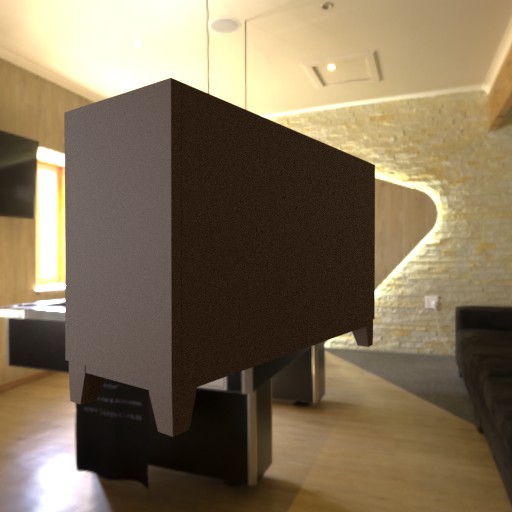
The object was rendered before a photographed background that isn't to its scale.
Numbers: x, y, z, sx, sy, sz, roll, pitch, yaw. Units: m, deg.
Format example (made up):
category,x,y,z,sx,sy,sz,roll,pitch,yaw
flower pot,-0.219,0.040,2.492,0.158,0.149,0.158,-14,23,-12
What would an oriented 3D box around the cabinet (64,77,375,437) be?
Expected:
category,x,y,z,sx,sy,sz,roll,pitch,yaw
cabinet,0.000,0.000,1.827,0.482,0.914,1.396,0,1,36
